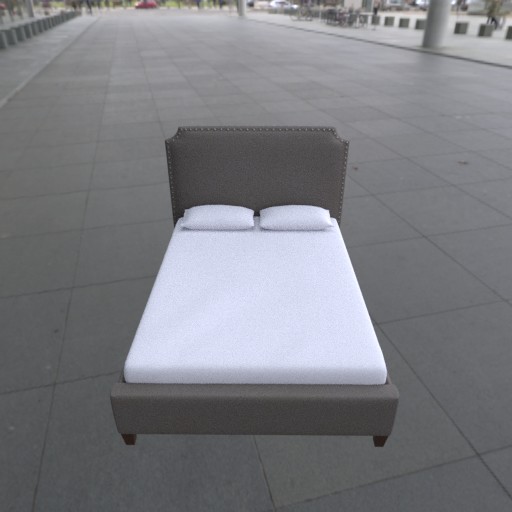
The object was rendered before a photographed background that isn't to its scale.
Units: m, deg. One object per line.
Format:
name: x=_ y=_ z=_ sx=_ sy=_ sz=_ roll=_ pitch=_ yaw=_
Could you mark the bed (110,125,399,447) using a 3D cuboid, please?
bed: x=0.000 y=0.000 z=3.433 sx=1.712 sy=1.443 sz=2.372 roll=0 pitch=30 yaw=0
